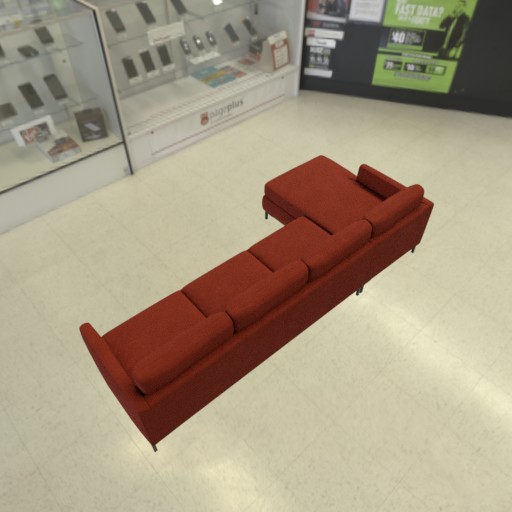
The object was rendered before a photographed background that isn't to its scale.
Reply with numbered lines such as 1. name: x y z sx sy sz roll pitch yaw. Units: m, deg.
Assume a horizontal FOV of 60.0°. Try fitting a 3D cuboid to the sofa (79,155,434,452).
1. sofa: 0.000 0.000 3.056 2.467 0.663 1.136 -32 54 -27
